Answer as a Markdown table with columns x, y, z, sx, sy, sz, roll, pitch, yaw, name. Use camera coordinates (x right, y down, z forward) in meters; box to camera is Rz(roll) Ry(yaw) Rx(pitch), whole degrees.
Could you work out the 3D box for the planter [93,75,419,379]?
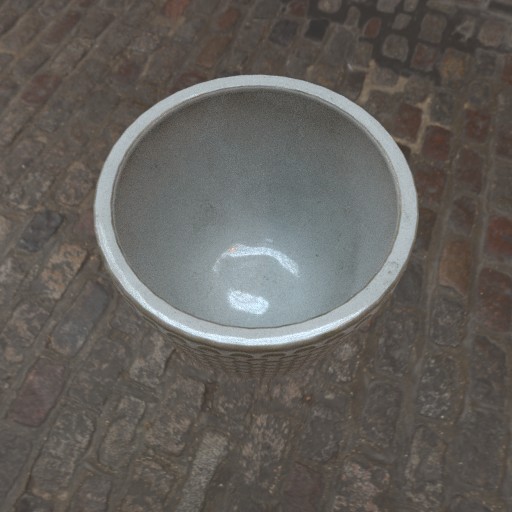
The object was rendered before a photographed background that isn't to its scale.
| x | y | z | sx | sy | sz | roll | pitch | yaw | name |
| --- | --- | --- | --- | --- | --- | --- | --- | --- | --- |
| 0.000 | 0.000 | 0.304 | 0.173 | 0.160 | 0.173 | 0 | 64 | 0 | planter |
